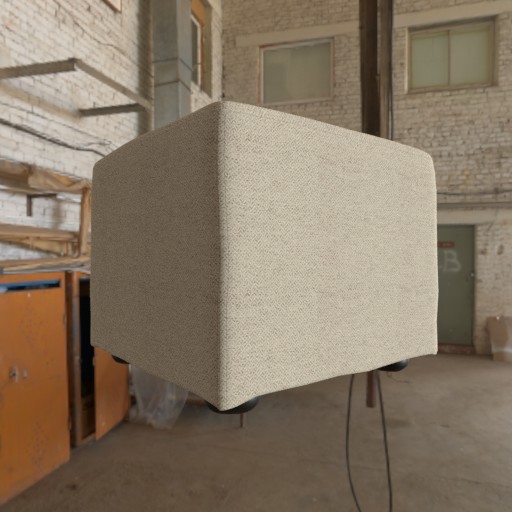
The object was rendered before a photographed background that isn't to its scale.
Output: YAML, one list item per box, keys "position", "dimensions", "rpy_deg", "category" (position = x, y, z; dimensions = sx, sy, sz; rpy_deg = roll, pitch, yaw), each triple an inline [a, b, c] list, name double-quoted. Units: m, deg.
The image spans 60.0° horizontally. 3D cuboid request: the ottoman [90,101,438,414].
- position: [0.000, 0.000, 0.901]
  dimensions: [0.521, 0.453, 0.512]
  rpy_deg: [0, 0, -38]
  category: "ottoman"
